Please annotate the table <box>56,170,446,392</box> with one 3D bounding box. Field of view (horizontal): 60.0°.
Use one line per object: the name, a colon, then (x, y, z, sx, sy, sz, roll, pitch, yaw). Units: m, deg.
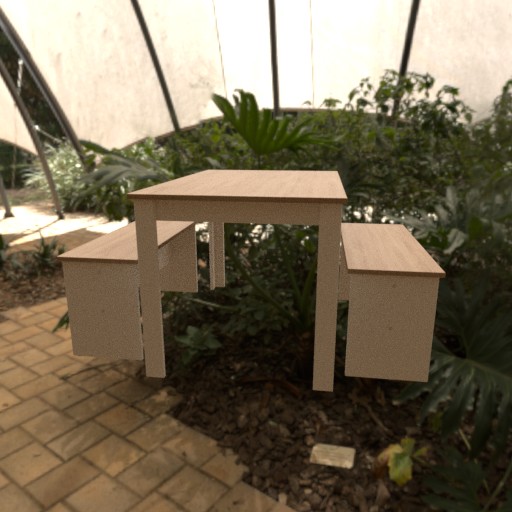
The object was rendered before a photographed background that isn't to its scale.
table: (0.000, 0.000, 2.055, 1.443, 0.700, 1.100, 2, 15, 8)
